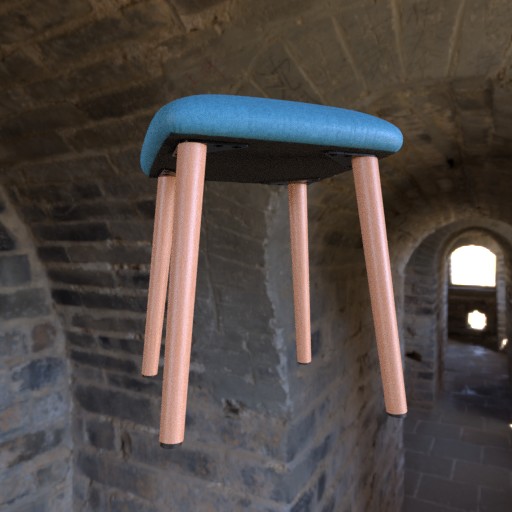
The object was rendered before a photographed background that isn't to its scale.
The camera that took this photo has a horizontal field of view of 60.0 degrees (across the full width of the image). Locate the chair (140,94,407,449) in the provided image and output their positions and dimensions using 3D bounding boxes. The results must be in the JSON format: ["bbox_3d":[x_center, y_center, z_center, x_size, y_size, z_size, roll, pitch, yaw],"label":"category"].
[{"bbox_3d":[0.000,0.000,0.729,0.360,0.450,0.360,0,0,-18],"label":"chair"}]
